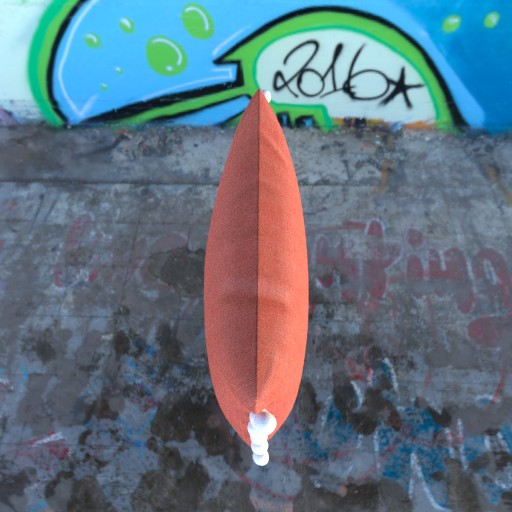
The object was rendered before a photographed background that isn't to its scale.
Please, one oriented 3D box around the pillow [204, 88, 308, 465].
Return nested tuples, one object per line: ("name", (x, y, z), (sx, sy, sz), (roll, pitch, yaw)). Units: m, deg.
("pillow", (0.000, 0.000, 0.853), (0.201, 0.322, 0.709), (1, 55, 0))
